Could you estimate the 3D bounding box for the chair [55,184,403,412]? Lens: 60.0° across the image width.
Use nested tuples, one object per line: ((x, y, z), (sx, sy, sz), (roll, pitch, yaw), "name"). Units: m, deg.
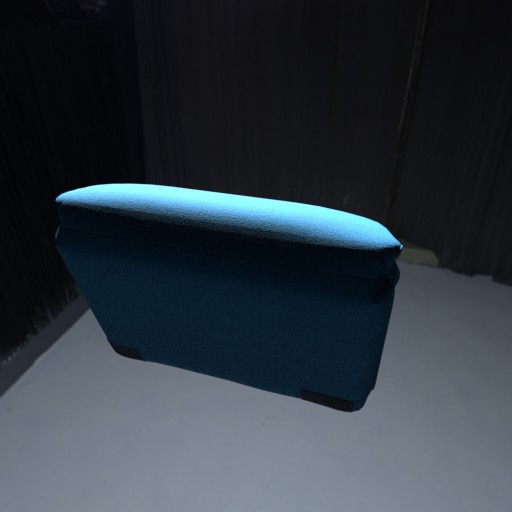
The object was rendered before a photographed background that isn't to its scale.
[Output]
((0.000, 0.000, 1.348), (0.820, 0.580, 0.780), (9, 32, 15), "chair")
